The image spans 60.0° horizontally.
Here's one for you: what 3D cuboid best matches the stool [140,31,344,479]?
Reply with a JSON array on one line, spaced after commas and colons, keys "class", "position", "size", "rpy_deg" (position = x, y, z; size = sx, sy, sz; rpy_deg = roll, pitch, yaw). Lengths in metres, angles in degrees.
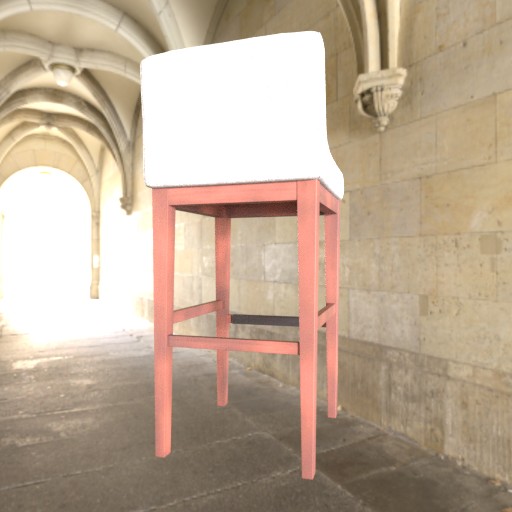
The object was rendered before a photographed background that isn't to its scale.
[{"class": "stool", "position": [0.000, 0.000, 1.202], "size": [0.426, 0.965, 0.499], "rpy_deg": [0, -1, 17]}]
